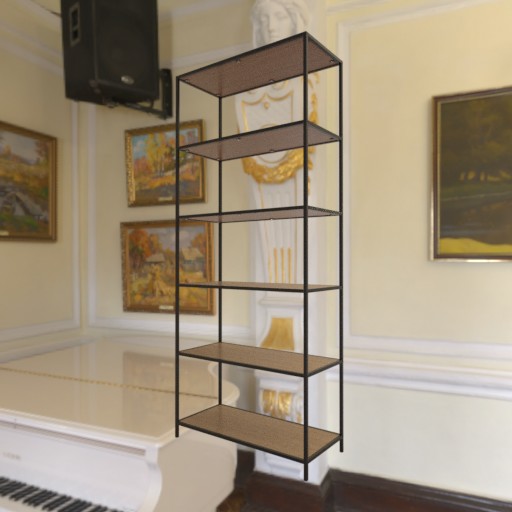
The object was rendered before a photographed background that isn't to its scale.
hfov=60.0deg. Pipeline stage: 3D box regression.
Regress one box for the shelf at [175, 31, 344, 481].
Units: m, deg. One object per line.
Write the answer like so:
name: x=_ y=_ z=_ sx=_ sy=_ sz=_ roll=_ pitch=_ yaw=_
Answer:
shelf: x=0.000 y=0.000 z=2.188 sx=0.770 sy=1.850 sz=0.350 roll=0 pitch=-1 yaw=36
